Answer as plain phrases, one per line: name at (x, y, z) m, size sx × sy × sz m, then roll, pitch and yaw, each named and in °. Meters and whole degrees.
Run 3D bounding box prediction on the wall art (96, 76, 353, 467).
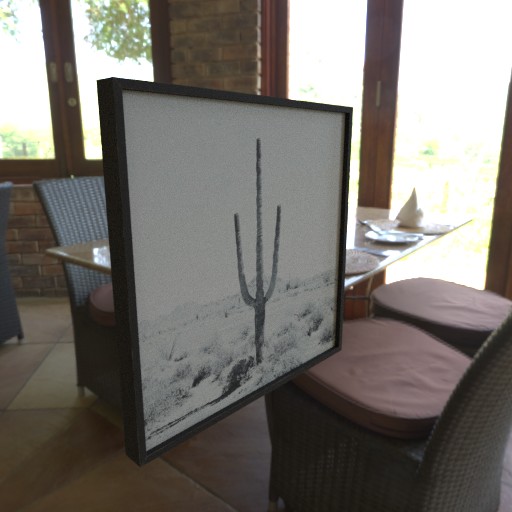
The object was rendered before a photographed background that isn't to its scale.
wall art at (0.000, 0.000, 0.747) m, size 0.038 × 0.508 × 0.508 m, roll 12°, pitch 18°, yaw 42°
